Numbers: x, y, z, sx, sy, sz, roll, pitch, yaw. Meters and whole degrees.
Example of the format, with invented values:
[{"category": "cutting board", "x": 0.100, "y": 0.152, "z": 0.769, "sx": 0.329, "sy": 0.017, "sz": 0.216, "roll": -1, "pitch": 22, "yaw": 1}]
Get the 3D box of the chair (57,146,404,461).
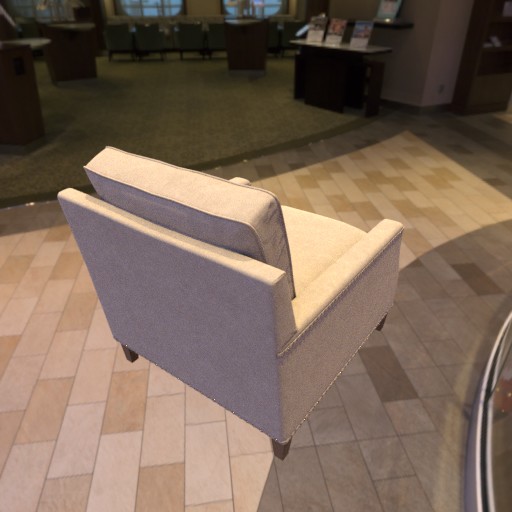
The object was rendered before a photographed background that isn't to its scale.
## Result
[{"category": "chair", "x": 0.000, "y": 0.000, "z": 1.716, "sx": 0.853, "sy": 0.943, "sz": 1.014, "roll": 21, "pitch": 37, "yaw": 30}]
